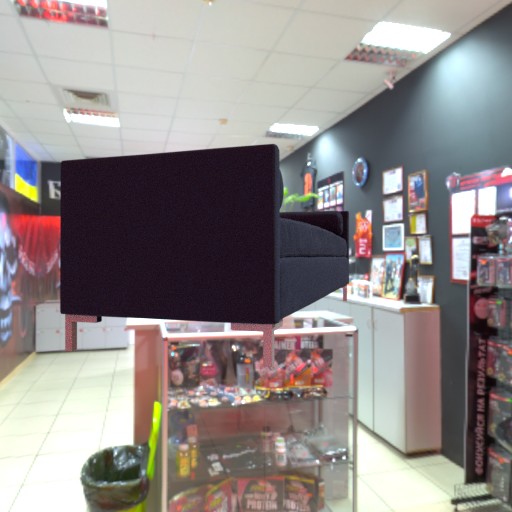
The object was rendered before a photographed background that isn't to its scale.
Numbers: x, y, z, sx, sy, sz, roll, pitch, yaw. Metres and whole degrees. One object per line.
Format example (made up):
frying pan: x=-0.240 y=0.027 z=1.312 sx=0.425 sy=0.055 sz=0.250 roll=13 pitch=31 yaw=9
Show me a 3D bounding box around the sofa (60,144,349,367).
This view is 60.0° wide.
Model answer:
sofa: x=0.000 y=0.000 z=2.390 sx=0.797 sy=0.657 sz=2.102 roll=0 pitch=0 yaw=18
